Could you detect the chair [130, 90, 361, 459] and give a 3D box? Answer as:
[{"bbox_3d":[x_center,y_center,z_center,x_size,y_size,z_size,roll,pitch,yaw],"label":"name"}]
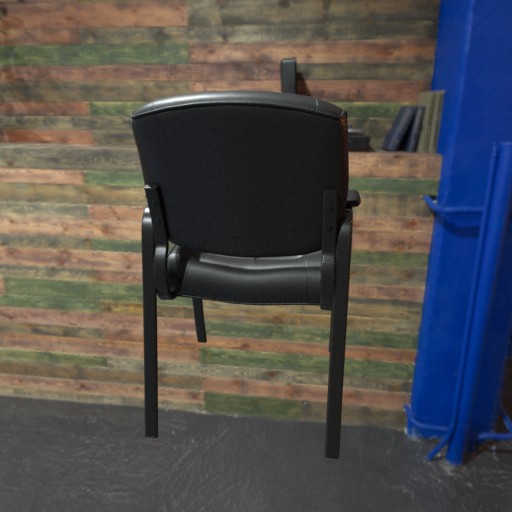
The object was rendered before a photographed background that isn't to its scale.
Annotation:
[{"bbox_3d":[0.000,0.000,1.338,0.591,0.910,0.668,3,18,9],"label":"chair"}]
